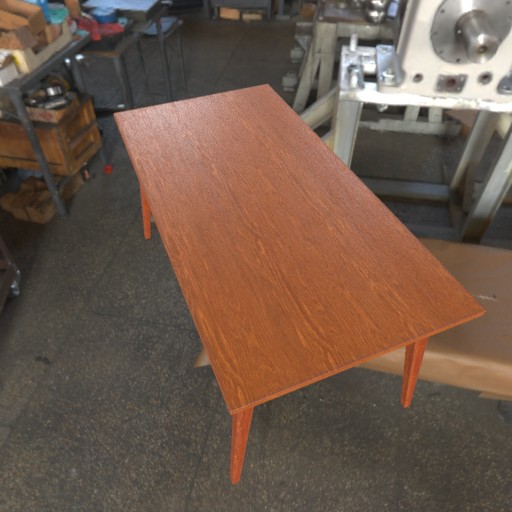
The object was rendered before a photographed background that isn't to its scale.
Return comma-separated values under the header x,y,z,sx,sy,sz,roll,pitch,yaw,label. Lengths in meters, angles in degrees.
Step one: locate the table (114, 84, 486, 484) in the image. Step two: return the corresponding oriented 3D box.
x,y,z,sx,sy,sz,roll,pitch,yaw,label
0.000,0.000,1.989,0.811,0.755,1.609,-17,48,-16,table
